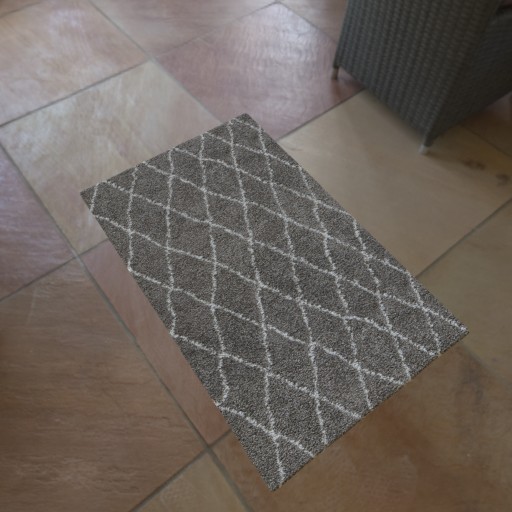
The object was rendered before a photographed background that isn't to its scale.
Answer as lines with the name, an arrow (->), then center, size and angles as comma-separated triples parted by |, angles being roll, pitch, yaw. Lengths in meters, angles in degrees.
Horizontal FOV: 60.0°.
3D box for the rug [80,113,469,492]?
rug -> 0.000, 0.000, 3.031 | 1.524, 0.030, 2.438 | -31, 63, -18
